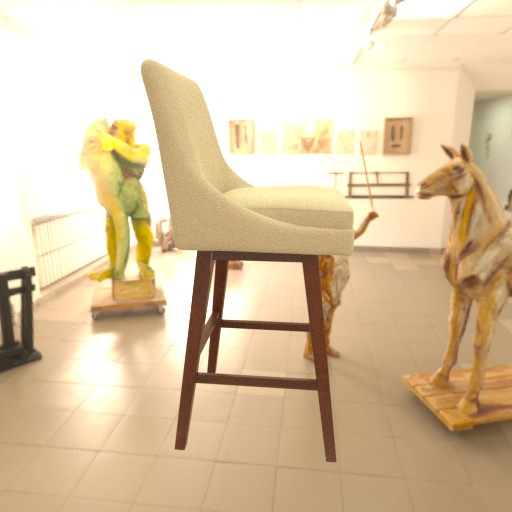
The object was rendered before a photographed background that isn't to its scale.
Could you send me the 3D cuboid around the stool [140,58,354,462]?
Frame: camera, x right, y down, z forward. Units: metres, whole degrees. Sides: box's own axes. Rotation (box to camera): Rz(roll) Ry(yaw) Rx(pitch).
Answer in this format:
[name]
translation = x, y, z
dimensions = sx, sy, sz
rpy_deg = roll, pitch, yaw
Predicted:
[stool]
translation = 0.000, 0.000, 1.387
dimensions = 0.559, 1.097, 0.470
rpy_deg = 2, 15, 6
